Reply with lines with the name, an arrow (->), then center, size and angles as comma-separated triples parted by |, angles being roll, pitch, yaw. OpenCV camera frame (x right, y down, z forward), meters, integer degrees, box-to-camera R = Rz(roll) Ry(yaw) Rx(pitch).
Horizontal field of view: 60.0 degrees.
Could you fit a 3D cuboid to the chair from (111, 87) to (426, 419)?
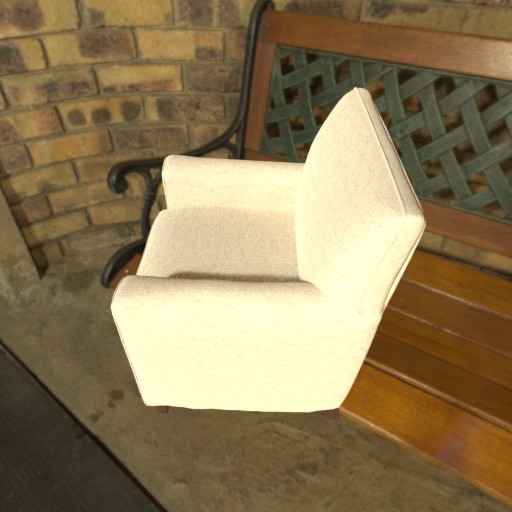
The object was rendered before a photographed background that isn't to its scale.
chair -> 0.000, 0.000, 1.608 | 0.823, 0.943, 0.870 | 1, 41, 1
